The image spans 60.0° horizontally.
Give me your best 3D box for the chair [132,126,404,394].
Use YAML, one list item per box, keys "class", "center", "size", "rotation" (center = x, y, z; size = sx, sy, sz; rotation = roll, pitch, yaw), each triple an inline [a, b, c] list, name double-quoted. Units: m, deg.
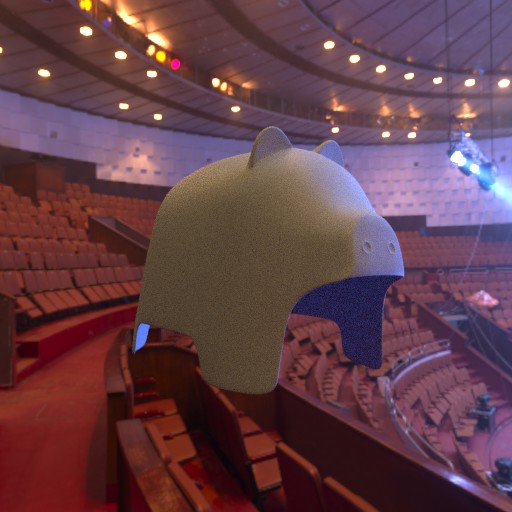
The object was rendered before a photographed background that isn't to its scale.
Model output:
- class: "chair"
  center: [0.000, 0.000, 0.888]
  size: [0.364, 0.423, 0.619]
  rotation: [1, -1, -36]
